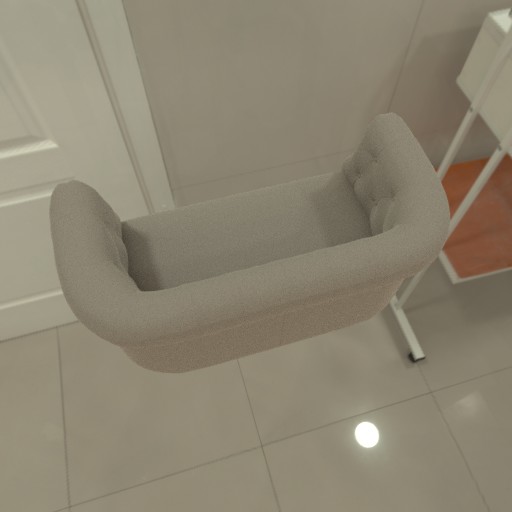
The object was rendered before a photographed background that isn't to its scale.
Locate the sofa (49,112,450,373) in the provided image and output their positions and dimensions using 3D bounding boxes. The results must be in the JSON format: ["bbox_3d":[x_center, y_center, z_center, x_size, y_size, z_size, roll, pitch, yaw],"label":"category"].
[{"bbox_3d":[0.000,0.000,2.025,1.558,0.827,0.835,-14,60,-8],"label":"sofa"}]
